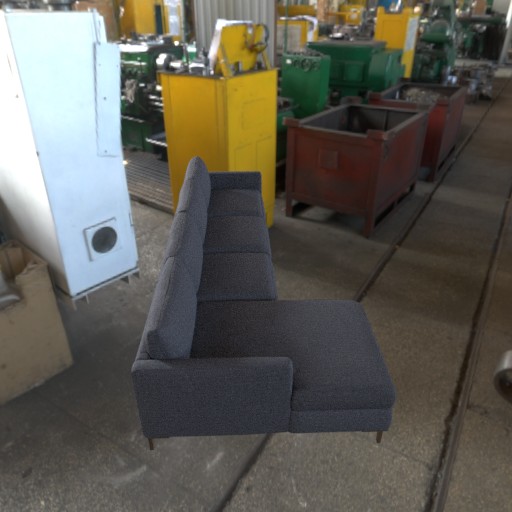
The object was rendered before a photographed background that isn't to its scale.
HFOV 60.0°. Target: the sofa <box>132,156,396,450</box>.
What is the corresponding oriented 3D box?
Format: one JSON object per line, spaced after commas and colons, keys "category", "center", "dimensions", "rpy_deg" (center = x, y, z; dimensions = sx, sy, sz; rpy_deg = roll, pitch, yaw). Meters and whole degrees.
{"category": "sofa", "center": [0.000, 0.000, 2.920], "dimensions": [1.125, 0.673, 2.445], "rpy_deg": [-1, 30, -2]}
